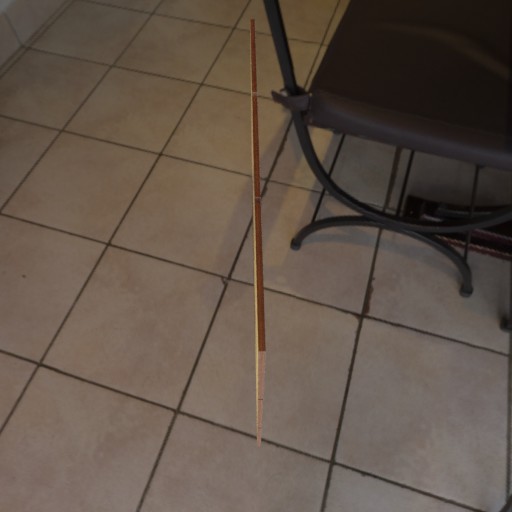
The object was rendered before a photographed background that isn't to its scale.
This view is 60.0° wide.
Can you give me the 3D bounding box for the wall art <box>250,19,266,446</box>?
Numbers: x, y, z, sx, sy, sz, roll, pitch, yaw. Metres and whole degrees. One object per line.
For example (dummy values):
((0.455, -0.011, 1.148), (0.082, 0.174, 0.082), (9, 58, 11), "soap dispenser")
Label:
((0.000, 0.000, 1.811), (0.017, 1.246, 1.256), (-1, 58, -1), "wall art")
